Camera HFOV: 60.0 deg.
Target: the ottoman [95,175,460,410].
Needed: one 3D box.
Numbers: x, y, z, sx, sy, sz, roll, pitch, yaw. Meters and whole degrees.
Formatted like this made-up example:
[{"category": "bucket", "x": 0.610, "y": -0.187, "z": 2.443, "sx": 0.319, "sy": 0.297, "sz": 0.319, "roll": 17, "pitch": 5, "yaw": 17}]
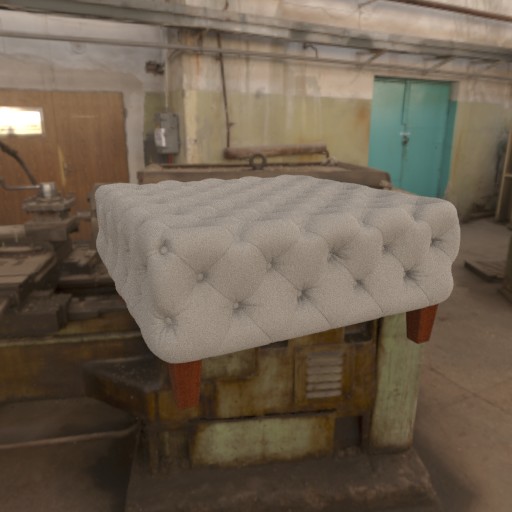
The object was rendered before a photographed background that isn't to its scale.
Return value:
[{"category": "ottoman", "x": 0.000, "y": 0.000, "z": 1.466, "sx": 0.917, "sy": 0.439, "sz": 0.911, "roll": -8, "pitch": 18, "yaw": -25}]
